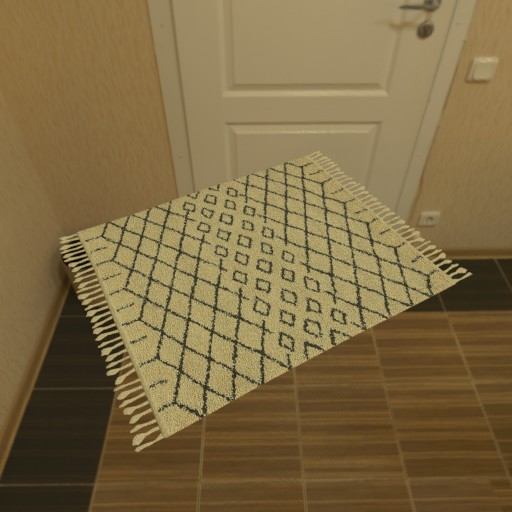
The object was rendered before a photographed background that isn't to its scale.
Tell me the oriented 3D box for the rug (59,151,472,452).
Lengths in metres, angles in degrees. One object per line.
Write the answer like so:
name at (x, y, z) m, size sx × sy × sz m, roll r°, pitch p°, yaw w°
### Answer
rug at (0.000, 0.000, 4.227) m, size 3.213 × 0.030 × 2.388 m, roll -22°, pitch 50°, yaw -20°
